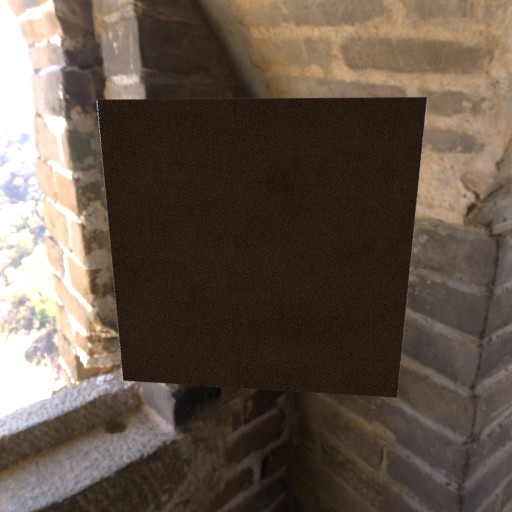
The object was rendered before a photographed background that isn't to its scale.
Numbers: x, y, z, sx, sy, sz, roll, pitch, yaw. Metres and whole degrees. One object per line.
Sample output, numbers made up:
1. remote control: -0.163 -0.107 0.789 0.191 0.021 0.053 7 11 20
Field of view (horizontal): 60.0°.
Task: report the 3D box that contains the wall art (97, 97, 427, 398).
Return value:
1. wall art: 0.000 0.000 0.985 0.664 0.661 0.020 2 16 6
